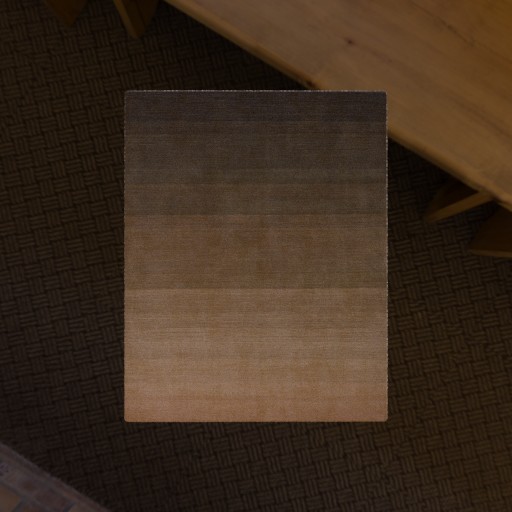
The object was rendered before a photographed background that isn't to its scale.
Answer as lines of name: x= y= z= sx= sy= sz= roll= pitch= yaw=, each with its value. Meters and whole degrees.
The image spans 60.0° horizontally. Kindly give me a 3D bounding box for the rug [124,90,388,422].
rug: x=0.000 y=0.000 z=3.885 sx=2.305 sy=0.017 sz=2.902 roll=0 pitch=90 yaw=0
